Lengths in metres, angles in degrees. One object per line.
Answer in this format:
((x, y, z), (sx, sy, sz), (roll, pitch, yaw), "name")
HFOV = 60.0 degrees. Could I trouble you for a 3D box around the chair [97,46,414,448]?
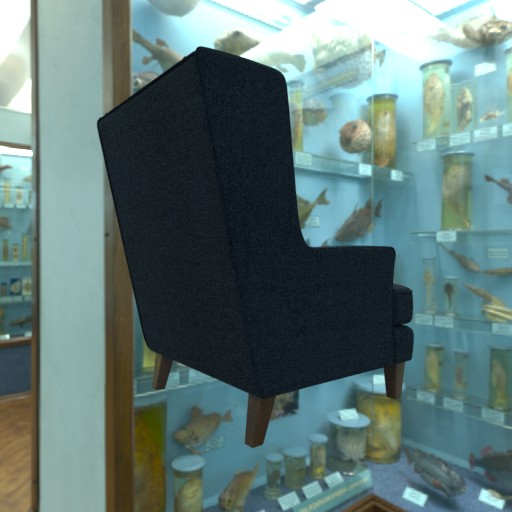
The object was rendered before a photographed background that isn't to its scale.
((0.000, 0.000, 1.673), (0.947, 1.072, 0.764), (-1, 1, -37), "chair")
